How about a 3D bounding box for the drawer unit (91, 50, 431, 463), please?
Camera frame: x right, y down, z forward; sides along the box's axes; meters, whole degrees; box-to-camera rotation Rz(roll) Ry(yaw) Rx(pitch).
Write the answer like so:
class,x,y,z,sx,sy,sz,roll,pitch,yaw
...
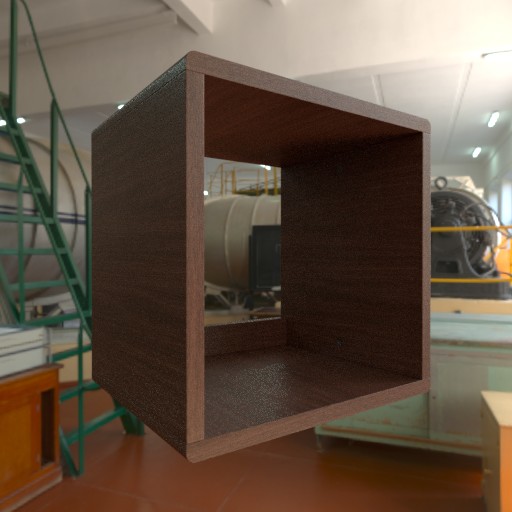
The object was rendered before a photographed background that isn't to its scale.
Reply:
class,x,y,z,sx,sy,sz,roll,pitch,yaw
drawer unit,0.000,0.000,0.592,0.349,0.351,0.290,0,0,-35
